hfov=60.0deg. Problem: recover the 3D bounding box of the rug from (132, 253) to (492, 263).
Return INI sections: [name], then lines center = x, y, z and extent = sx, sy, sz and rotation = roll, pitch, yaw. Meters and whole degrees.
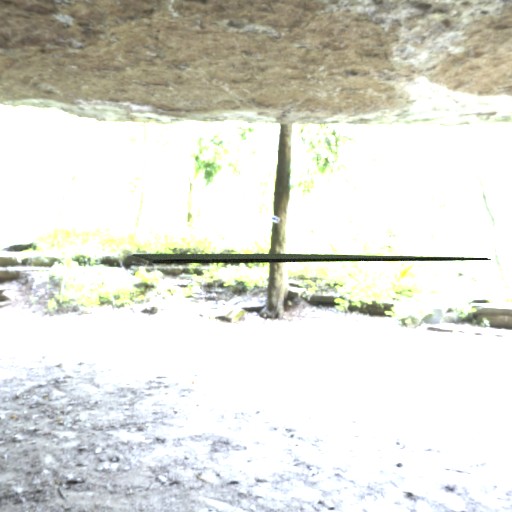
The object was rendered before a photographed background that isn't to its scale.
[rug]
center = 0.000, 0.000, 2.986
extent = 1.538, 0.021, 2.443
rotation = 0, 1, -17
